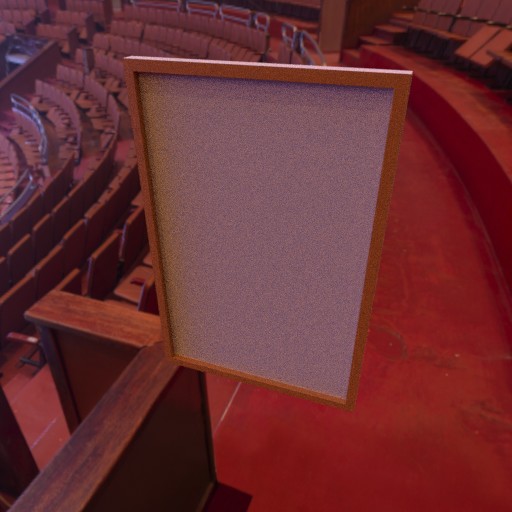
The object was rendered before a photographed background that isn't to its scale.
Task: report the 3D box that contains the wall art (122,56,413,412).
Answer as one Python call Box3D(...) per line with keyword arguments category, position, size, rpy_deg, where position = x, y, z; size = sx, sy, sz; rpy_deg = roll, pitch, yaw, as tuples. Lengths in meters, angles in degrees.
Box3D(category="wall art", position=(0.000, 0.000, 1.140), size=(0.610, 0.916, 0.037), rpy_deg=(10, 33, 16))
